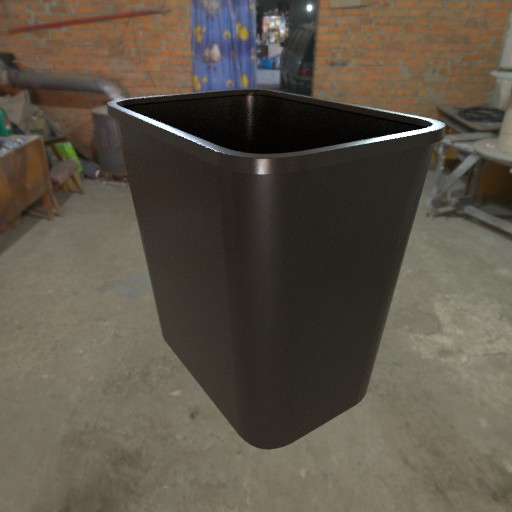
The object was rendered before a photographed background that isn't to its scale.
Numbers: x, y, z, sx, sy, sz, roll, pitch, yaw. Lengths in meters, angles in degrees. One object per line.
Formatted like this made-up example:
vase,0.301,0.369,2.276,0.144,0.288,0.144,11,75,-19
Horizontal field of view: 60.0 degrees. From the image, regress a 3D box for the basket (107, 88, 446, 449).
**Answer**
basket,0.000,0.000,0.488,0.211,0.307,0.300,-17,32,-30
